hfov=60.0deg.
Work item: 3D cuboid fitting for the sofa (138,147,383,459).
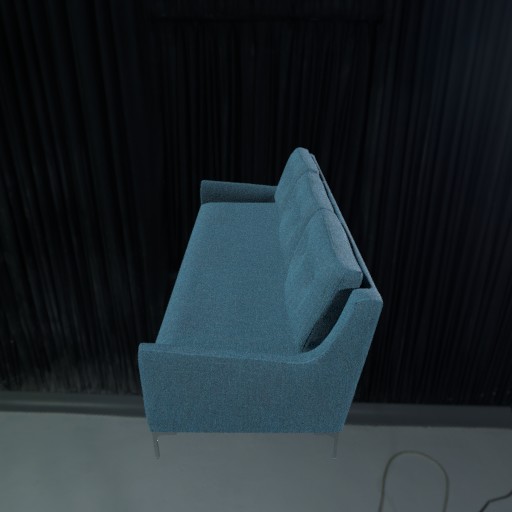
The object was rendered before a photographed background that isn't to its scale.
[{"bbox_3d":[0.000,0.000,2.514,0.849,0.837,2.060,0,26,0],"label":"sofa"}]
